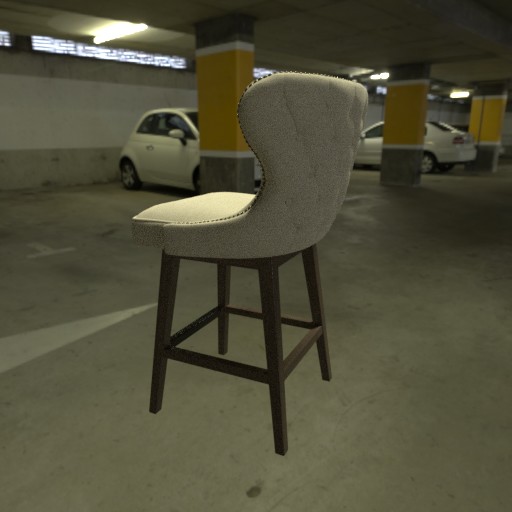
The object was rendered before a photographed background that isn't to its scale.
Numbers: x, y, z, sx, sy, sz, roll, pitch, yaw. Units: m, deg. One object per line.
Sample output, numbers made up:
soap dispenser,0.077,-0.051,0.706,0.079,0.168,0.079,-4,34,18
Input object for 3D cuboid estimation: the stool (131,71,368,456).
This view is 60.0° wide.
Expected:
stool,0.000,0.000,1.350,0.597,0.972,0.615,7,17,25
